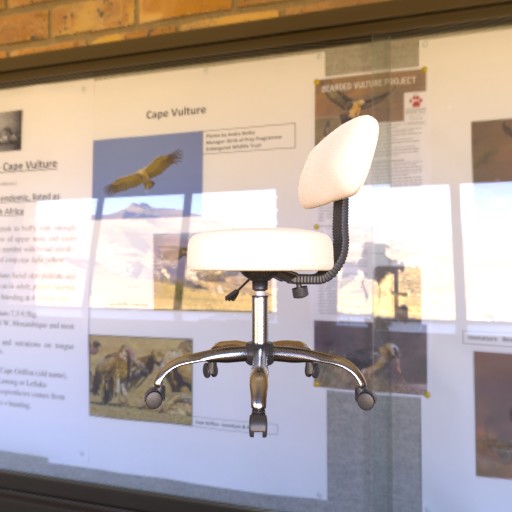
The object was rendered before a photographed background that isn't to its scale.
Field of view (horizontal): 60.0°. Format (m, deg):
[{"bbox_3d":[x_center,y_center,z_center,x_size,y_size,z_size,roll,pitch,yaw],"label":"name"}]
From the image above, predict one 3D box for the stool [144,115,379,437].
[{"bbox_3d":[0.000,0.000,1.270,0.616,0.810,0.609,0,-2,-16],"label":"stool"}]
